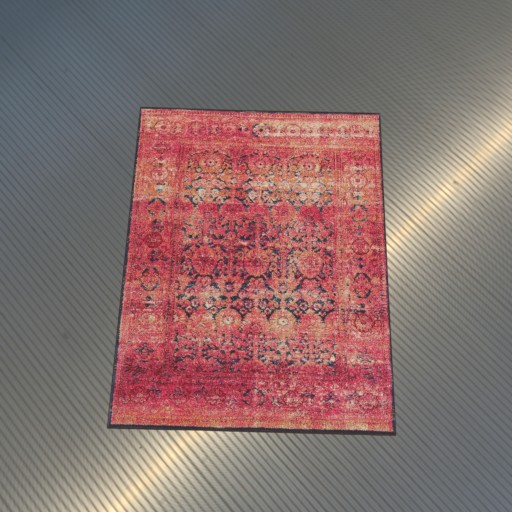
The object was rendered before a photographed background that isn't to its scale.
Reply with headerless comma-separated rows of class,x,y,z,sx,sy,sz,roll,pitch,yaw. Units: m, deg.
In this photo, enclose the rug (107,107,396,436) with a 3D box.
rug,0.000,0.000,4.064,2.411,0.020,3.032,1,76,0
